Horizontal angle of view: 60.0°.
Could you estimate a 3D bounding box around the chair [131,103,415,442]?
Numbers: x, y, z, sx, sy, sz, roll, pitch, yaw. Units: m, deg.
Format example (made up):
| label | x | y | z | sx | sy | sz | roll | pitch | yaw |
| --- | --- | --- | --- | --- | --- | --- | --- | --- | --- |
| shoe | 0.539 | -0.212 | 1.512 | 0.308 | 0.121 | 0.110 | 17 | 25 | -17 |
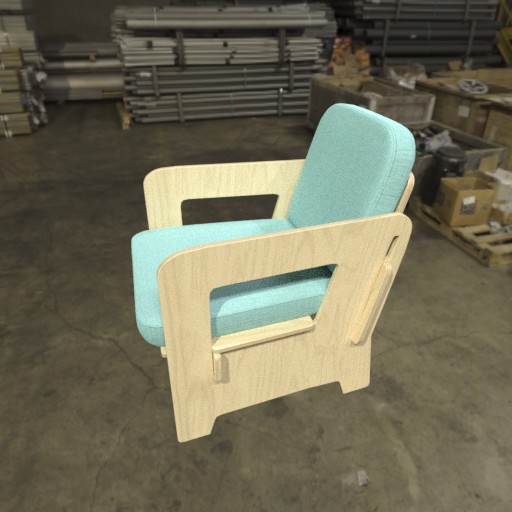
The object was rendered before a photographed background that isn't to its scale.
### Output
| label | x | y | z | sx | sy | sz | roll | pitch | yaw |
| --- | --- | --- | --- | --- | --- | --- | --- | --- | --- |
| chair | 0.000 | 0.000 | 1.312 | 0.710 | 0.800 | 0.590 | -8 | 30 | -13 |
